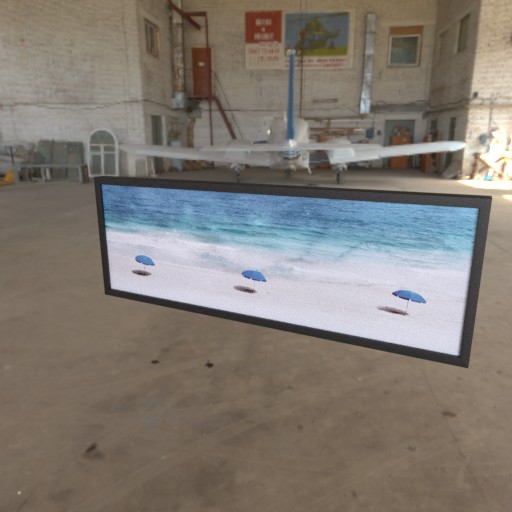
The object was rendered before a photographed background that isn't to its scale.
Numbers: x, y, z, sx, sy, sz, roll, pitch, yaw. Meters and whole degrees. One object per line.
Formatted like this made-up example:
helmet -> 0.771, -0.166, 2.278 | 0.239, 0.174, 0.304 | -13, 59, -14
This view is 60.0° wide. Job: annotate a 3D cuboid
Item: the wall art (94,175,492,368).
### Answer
wall art -> 0.000, 0.000, 0.948 | 0.860, 0.303, 0.037 | 7, 17, 25
